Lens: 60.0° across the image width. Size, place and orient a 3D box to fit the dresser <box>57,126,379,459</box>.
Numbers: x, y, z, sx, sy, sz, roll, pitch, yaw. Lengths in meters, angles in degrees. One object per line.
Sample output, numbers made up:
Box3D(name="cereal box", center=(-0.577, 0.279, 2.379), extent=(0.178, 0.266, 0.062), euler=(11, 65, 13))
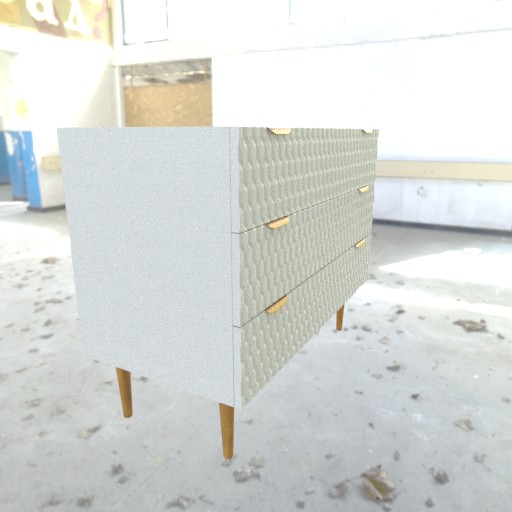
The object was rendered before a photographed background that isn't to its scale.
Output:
Box3D(name="dresser", center=(0.000, 0.000, 1.303), extent=(0.457, 0.721, 0.905), euler=(9, 18, 28))
